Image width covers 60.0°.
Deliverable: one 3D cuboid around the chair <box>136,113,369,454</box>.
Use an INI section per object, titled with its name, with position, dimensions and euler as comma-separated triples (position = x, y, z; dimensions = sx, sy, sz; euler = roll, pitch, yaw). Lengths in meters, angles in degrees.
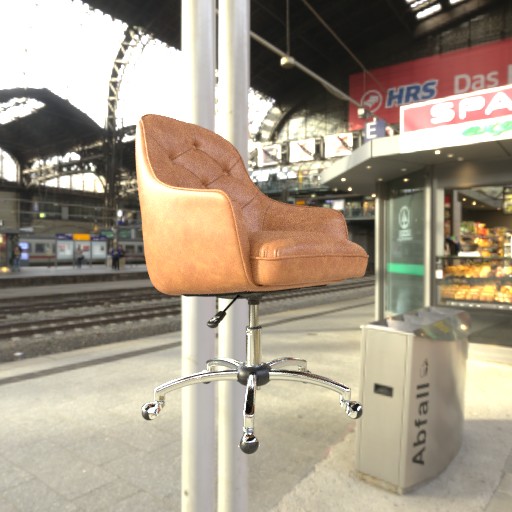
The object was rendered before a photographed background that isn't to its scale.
[chair]
position = 0.000, 0.000, 1.346
dimensions = 0.615, 0.909, 0.628
euler = 0, 0, 37
